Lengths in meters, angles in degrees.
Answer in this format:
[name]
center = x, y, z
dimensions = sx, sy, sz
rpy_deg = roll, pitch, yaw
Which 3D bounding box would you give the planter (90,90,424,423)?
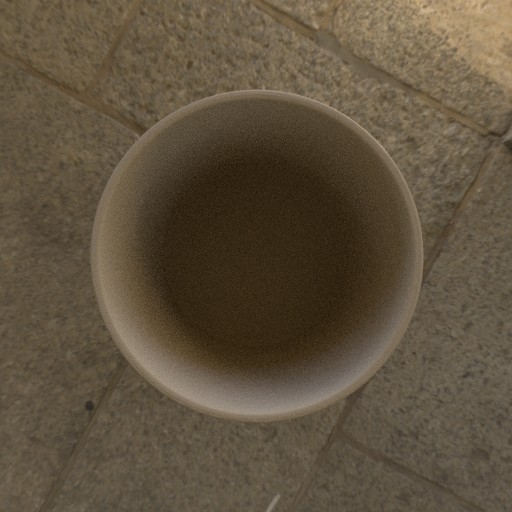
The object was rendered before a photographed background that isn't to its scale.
[planter]
center = 0.000, 0.000, 0.394
dimensions = 0.221, 0.201, 0.221
rpy_deg = 0, 90, 0
